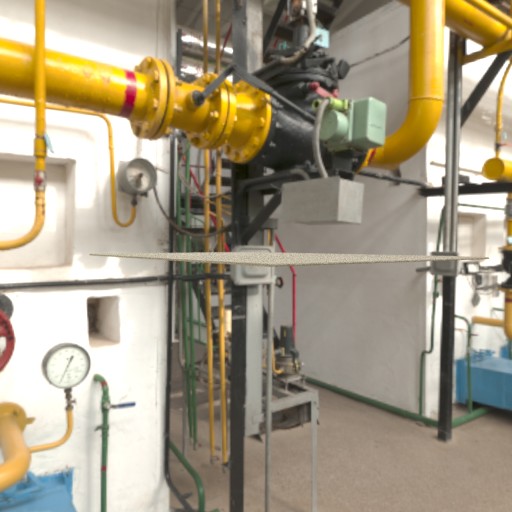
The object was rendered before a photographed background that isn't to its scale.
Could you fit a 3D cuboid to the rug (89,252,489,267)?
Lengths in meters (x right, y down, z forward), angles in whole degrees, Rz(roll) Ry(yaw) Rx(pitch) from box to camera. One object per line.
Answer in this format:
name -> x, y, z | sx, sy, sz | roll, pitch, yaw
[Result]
rug -> 0.000, 0.000, 2.333 | 1.219, 0.010, 1.829 | -1, 2, -36
